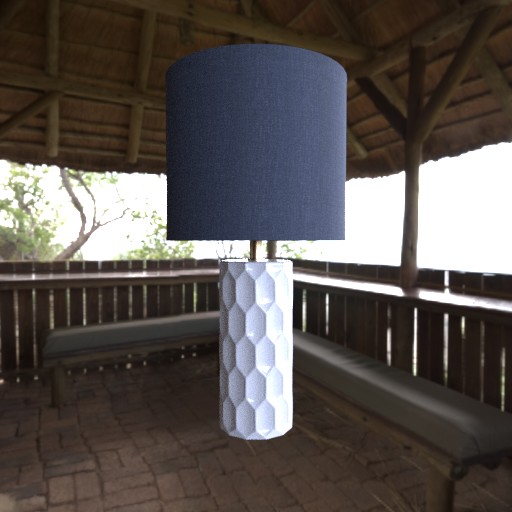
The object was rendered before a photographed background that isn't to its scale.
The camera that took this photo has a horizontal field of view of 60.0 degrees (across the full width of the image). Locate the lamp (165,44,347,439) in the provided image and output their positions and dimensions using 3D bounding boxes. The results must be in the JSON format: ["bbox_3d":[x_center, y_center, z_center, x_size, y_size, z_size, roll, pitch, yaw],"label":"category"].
[{"bbox_3d":[0.000,0.000,0.697,0.277,0.537,0.277,0,2,0],"label":"lamp"}]
